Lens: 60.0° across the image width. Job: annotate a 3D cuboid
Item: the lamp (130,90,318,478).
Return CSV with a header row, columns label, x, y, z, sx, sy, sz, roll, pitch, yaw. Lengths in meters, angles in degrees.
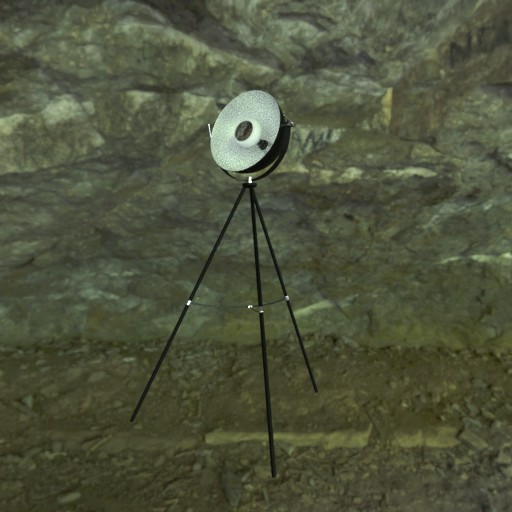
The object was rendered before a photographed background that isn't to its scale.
label,x,y,z,sx,sy,sz,roll,pitch,yaw
lamp,0.000,0.000,2.115,0.817,1.512,0.920,0,1,36
